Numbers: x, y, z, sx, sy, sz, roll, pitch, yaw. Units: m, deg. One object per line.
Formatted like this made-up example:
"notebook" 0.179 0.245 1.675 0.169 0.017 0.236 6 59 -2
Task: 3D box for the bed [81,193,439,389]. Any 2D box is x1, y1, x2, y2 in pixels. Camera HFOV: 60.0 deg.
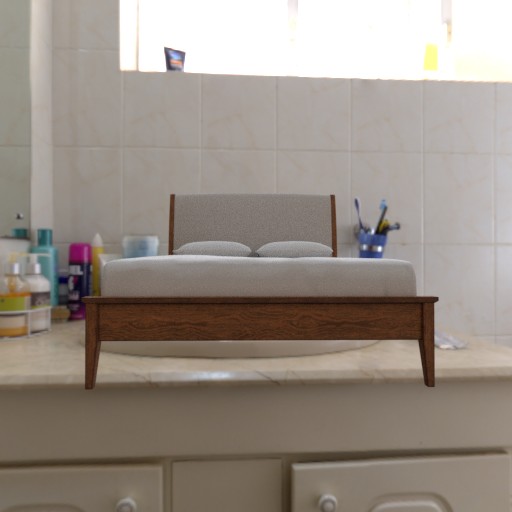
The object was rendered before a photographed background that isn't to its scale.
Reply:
"bed" 0.000 0.000 2.914 1.502 1.135 2.108 0 -1 -1
